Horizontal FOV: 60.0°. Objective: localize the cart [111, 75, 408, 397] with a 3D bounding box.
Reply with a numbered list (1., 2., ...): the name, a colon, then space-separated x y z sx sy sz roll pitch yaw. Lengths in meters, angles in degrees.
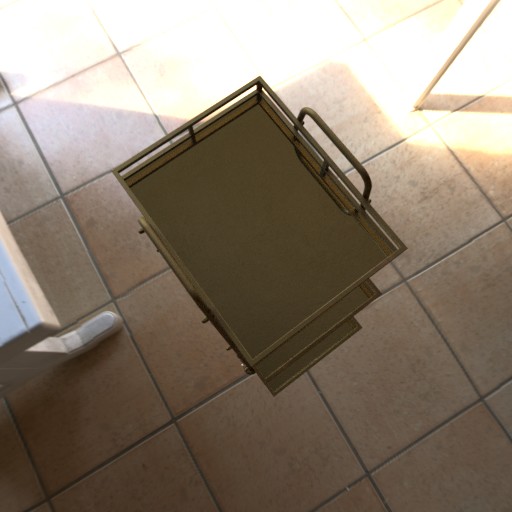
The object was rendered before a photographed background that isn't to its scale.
1. cart: 0.000 0.000 1.257 0.441 0.883 0.711 -36 78 -9
